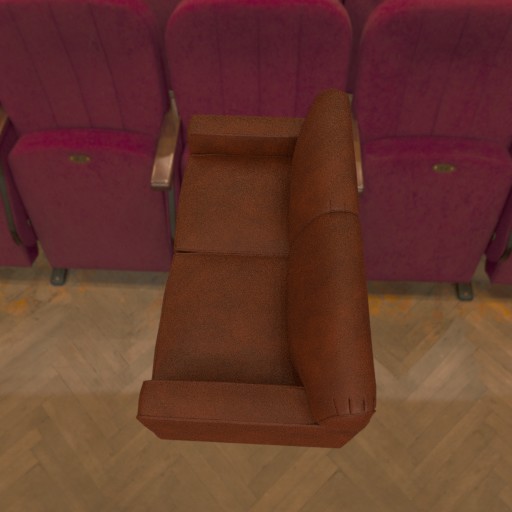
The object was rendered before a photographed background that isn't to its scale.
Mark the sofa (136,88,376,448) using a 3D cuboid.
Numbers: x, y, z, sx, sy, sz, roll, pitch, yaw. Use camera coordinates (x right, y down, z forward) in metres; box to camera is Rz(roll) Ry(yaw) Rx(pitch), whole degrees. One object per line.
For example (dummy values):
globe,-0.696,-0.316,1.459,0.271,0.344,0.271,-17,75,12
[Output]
sofa,0.000,0.000,2.440,1.000,0.966,1.856,2,59,1
